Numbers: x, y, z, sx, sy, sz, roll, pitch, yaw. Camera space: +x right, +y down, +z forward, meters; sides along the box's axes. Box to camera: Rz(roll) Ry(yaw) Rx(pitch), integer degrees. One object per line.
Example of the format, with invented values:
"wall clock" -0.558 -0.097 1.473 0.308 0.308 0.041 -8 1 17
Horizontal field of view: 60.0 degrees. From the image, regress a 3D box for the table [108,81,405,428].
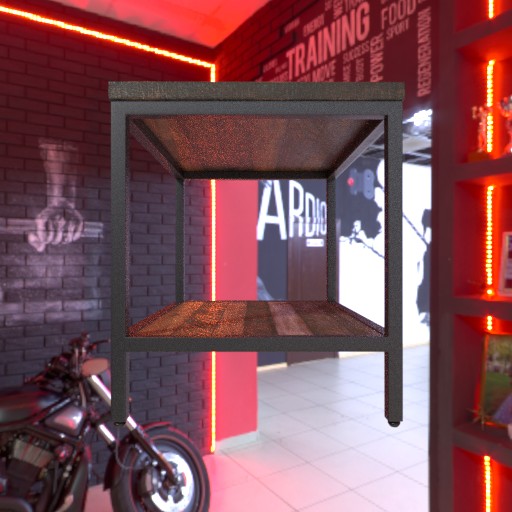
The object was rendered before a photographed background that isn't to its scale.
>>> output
"table" 0.000 0.000 1.118 0.524 0.612 0.678 0 0 0
